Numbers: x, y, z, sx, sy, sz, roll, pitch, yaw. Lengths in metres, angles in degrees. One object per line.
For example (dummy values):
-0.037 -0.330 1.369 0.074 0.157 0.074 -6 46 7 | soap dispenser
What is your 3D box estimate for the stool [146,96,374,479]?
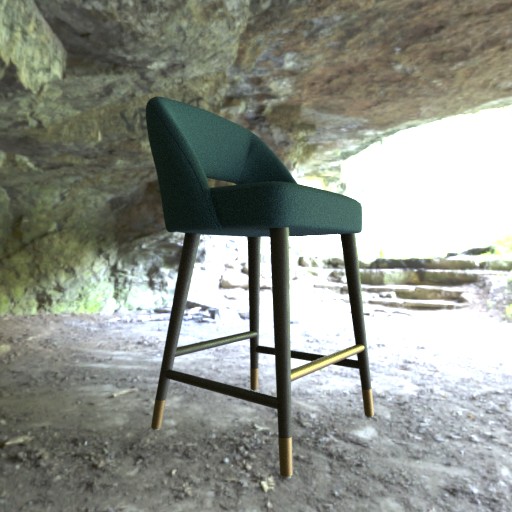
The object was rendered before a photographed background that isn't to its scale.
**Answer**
0.000 0.000 1.263 0.522 0.939 0.536 0 0 37 | stool
